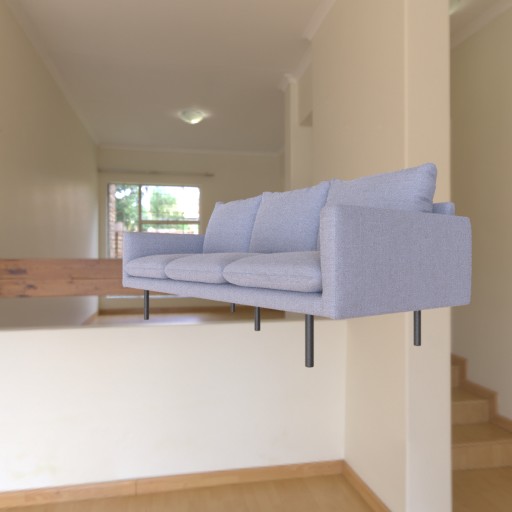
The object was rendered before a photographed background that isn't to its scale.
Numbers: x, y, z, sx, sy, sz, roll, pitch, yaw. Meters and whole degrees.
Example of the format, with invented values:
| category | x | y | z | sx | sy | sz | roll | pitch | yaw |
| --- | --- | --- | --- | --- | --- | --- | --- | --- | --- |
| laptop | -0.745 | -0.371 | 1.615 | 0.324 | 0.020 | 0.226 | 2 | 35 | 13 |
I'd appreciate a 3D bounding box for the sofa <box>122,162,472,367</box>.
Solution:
| category | x | y | z | sx | sy | sz | roll | pitch | yaw |
| --- | --- | --- | --- | --- | --- | --- | --- | --- | --- |
| sofa | 0.000 | 0.000 | 2.459 | 0.850 | 0.830 | 2.000 | 0 | 0 | -36 |
